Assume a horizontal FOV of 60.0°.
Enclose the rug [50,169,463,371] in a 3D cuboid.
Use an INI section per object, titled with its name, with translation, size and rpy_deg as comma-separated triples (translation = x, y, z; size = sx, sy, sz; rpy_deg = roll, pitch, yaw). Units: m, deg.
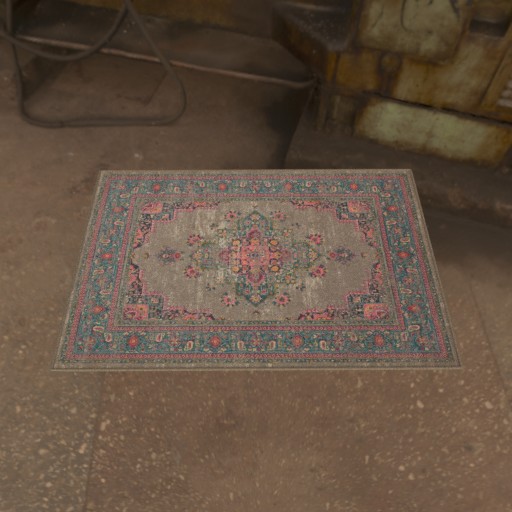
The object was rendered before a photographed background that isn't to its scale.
[rug]
translation = 0.000, 0.000, 2.176
size = 1.748, 0.014, 1.144
rpy_deg = 0, 58, 0
